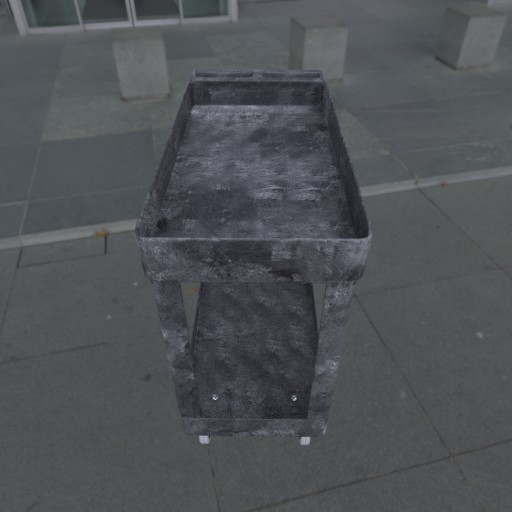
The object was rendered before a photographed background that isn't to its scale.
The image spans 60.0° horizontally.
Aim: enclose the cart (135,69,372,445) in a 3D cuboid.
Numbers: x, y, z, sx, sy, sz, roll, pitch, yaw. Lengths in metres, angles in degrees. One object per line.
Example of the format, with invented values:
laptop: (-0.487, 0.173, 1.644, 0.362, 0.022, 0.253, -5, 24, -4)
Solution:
cart: (0.000, 0.000, 1.352, 0.420, 0.824, 0.877, 0, 41, 1)
